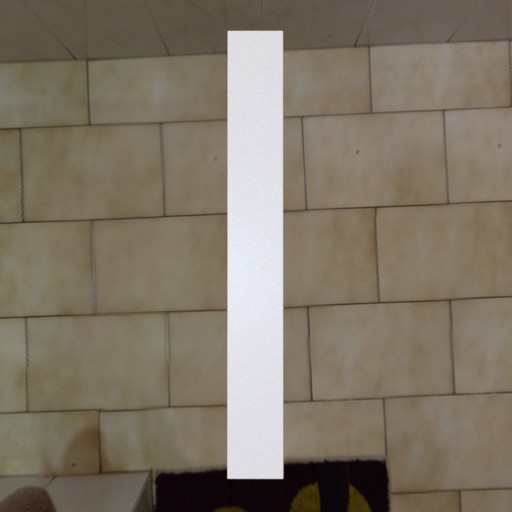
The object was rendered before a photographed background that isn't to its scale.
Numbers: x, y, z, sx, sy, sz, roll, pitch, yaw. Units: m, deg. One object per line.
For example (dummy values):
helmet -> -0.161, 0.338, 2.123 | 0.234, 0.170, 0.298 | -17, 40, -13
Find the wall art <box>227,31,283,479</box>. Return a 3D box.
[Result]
wall art -> 0.000, 0.000, 0.453 | 0.038, 0.305, 0.305 | 0, 89, 0
